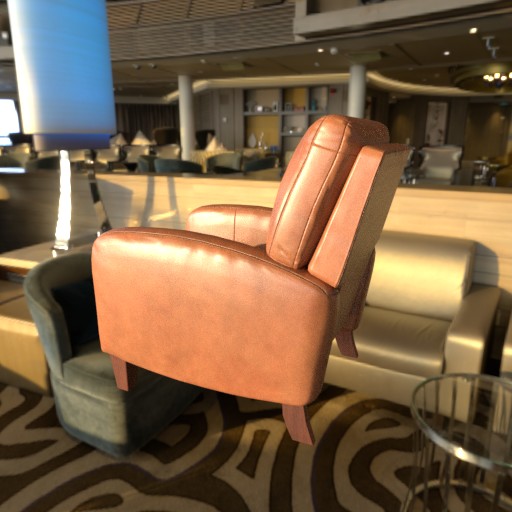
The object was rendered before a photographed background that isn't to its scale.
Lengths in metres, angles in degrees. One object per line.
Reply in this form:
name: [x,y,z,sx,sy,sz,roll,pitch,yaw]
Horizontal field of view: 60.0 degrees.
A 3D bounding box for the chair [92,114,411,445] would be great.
chair: [0.000,0.000,1.681,0.990,0.990,0.762,7,16,24]
